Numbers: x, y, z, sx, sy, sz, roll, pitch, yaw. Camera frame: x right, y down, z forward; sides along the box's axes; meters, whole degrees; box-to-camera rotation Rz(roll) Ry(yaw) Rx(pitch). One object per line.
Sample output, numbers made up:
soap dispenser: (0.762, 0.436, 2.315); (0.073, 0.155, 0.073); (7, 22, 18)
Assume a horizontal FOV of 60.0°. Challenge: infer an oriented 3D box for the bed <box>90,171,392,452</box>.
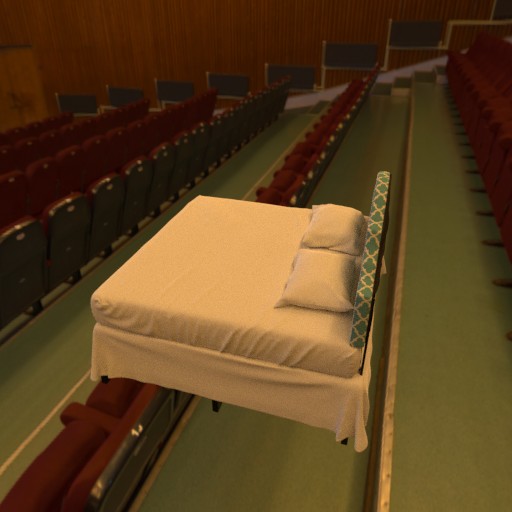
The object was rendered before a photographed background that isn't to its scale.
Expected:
bed: (0.000, 0.000, 3.768); (2.222, 1.601, 2.314); (9, 32, 15)
